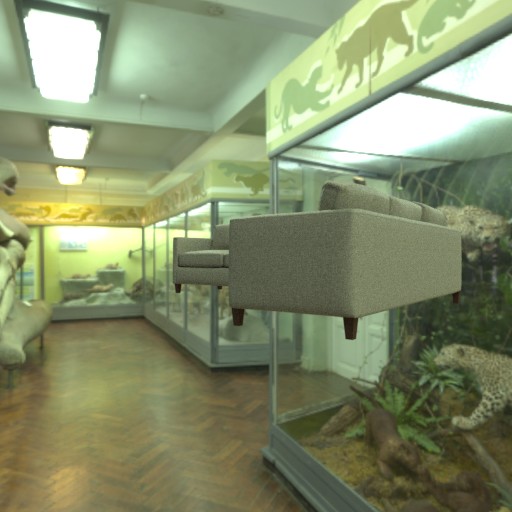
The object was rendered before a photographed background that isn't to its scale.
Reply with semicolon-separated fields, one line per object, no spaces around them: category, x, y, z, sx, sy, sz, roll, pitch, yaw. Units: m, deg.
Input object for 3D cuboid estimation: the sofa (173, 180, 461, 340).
sofa;0.000;0.000;4.435;3.302;0.947;2.593;0;0;37
